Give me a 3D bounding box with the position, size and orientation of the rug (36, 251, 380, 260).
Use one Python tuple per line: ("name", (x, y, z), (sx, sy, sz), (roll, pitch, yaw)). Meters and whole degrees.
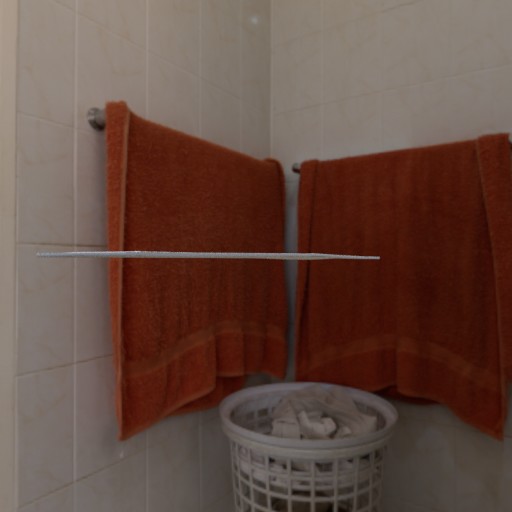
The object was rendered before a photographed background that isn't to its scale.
("rug", (0.000, 0.000, 2.671), (0.675, 0.037, 2.341), (0, -1, 36))
